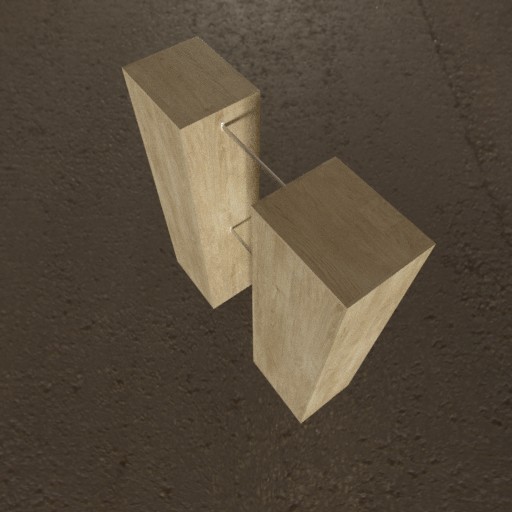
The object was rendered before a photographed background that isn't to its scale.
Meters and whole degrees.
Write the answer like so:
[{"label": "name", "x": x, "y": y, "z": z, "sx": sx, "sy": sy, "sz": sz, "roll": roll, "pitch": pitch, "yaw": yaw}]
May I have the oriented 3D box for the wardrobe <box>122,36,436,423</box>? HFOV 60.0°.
[{"label": "wardrobe", "x": 0.000, "y": 0.000, "z": 2.923, "sx": 0.480, "sy": 2.000, "sz": 1.770, "roll": -32, "pitch": 63, "yaw": -18}]
